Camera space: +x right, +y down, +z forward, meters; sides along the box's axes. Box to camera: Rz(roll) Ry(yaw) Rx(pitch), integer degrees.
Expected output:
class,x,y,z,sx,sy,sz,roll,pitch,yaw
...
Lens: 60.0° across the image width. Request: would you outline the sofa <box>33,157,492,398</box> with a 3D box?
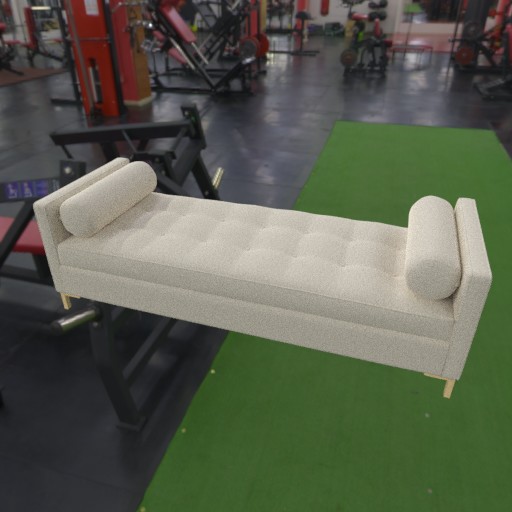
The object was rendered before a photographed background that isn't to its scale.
class,x,y,z,sx,sy,sz,roll,pitch,yaw
sofa,0.000,0.000,2.247,1.985,0.641,0.746,10,32,16
